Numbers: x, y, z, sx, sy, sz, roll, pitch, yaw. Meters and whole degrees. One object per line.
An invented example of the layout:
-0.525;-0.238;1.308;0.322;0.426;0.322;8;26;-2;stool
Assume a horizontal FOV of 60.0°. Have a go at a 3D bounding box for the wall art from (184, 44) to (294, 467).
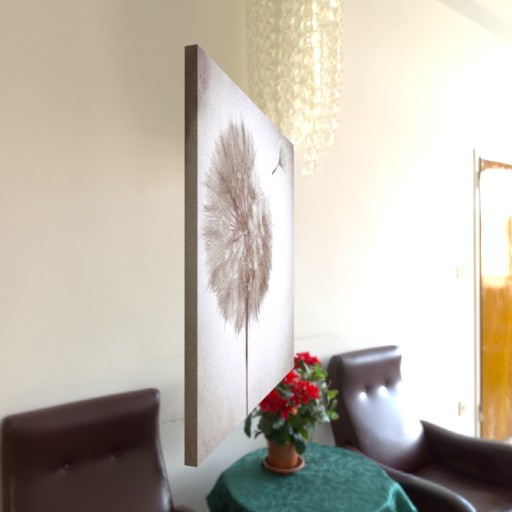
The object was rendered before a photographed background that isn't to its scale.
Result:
0.000;0.000;1.163;0.027;0.762;0.762;0;0;18;wall art
